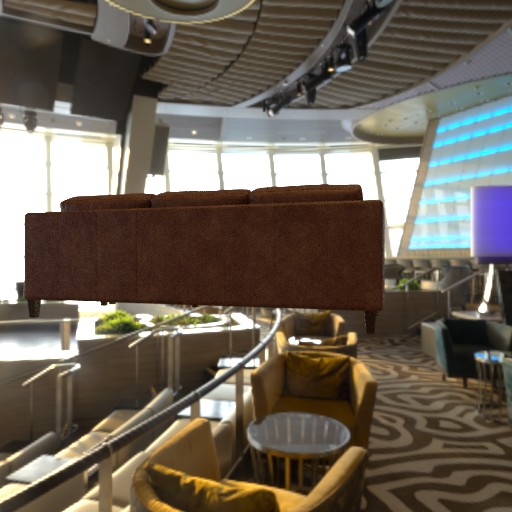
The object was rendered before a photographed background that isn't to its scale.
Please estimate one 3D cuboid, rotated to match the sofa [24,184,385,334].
[{"bbox_3d":[0.000,0.000,4.367,2.452,0.888,3.324,0,0,17],"label":"sofa"}]
